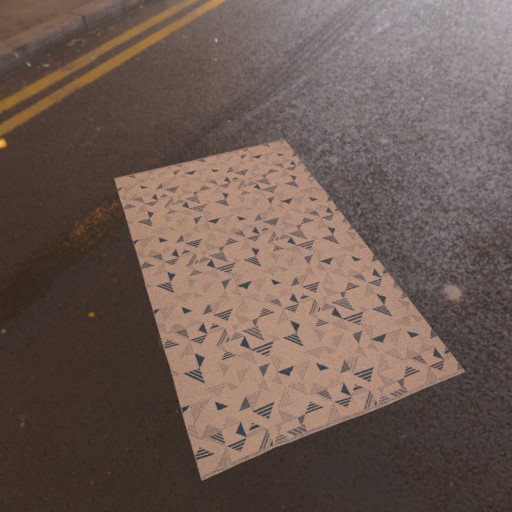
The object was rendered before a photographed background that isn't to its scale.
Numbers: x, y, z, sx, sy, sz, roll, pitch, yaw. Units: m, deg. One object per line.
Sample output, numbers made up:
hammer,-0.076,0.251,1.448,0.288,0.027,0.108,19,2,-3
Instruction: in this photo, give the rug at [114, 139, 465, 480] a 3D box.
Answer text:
rug,0.000,0.000,3.021,1.512,0.009,2.457,-16,50,-14
